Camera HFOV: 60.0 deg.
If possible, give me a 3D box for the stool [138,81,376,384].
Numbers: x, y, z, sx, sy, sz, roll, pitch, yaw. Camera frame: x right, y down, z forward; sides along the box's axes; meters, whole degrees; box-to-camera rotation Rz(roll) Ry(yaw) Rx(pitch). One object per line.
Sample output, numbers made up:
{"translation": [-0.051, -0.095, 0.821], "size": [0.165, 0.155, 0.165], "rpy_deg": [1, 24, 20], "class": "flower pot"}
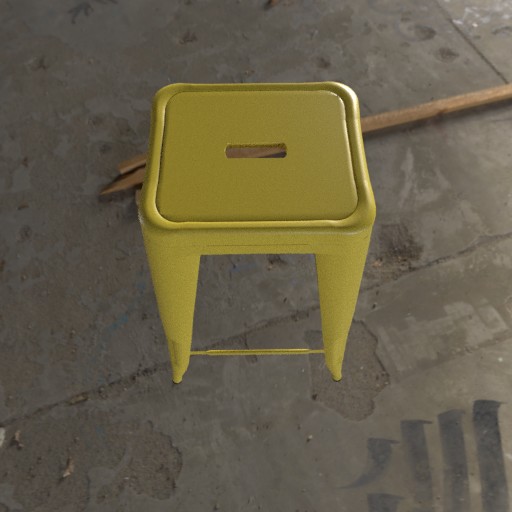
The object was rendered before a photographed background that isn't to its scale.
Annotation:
{"translation": [0.000, 0.000, 0.848], "size": [0.399, 0.609, 0.359], "rpy_deg": [-1, 63, -1], "class": "stool"}
